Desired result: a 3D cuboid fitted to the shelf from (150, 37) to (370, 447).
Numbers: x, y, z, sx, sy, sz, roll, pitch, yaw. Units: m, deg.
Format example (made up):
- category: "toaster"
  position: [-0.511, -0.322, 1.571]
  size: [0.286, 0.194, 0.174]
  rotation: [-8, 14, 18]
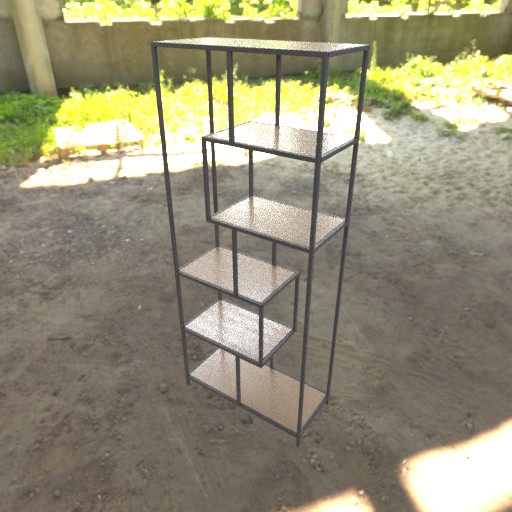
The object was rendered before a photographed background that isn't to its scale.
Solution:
- category: "shelf"
  position: [0.000, 0.000, 2.132]
  size: [0.770, 1.850, 0.350]
  rotation: [19, 34, 29]
